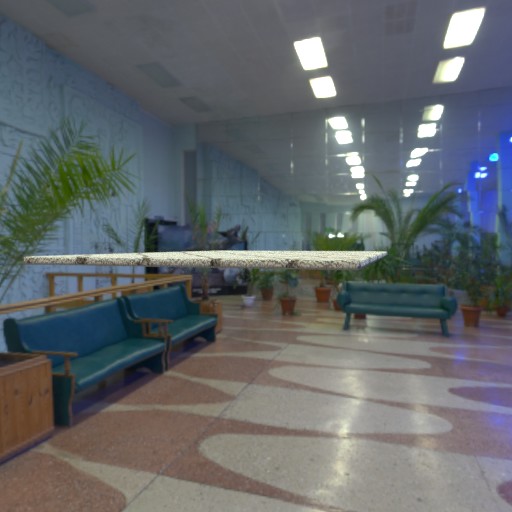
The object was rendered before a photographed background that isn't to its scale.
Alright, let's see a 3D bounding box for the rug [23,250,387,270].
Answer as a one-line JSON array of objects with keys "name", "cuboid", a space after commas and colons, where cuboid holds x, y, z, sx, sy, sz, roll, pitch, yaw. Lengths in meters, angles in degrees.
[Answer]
[{"name": "rug", "cuboid": [0.000, 0.000, 2.271, 1.219, 0.030, 1.778, 0, 2, 19]}]
